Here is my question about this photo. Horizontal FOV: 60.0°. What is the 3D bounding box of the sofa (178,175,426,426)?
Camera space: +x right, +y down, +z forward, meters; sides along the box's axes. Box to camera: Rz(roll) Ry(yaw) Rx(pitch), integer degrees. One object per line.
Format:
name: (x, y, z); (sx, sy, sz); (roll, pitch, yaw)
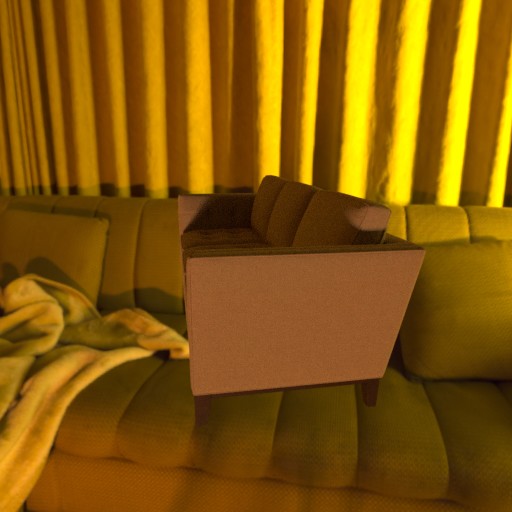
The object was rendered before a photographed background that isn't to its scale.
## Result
sofa: (0.000, 0.000, 2.911); (0.965, 0.940, 2.388); (-2, 14, -10)
